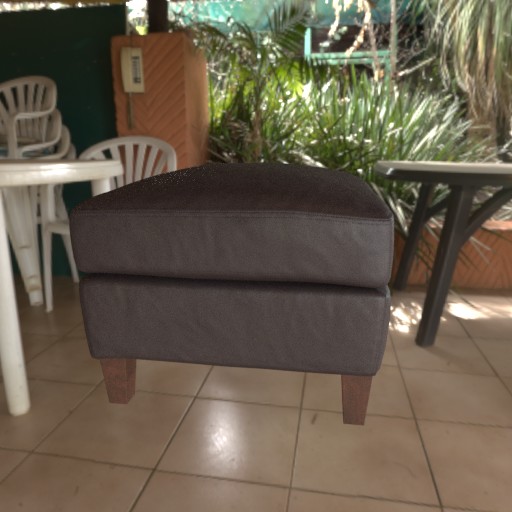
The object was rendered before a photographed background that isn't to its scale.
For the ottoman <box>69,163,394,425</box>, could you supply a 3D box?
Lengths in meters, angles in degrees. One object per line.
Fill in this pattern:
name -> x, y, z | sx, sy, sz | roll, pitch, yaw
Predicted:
ottoman -> 0.000, 0.000, 1.277 | 0.659, 0.529, 0.887 | 2, 14, 8
